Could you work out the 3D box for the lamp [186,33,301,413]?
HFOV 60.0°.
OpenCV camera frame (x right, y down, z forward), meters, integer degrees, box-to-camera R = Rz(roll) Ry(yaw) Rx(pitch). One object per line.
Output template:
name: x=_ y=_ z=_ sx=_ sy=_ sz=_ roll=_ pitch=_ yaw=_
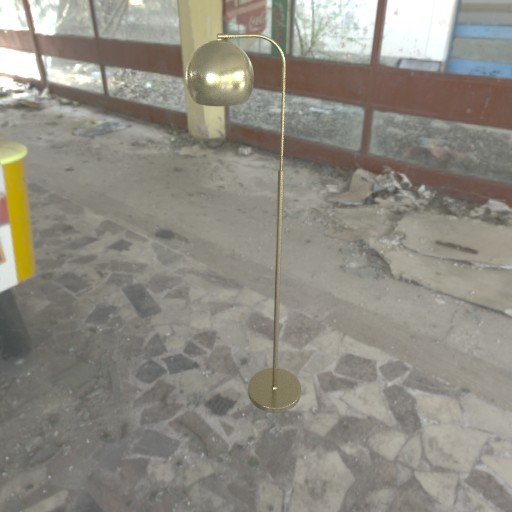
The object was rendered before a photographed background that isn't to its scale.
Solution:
lamp: x=0.000 y=0.000 z=1.693 sx=0.431 sy=1.526 sz=0.250 roll=-8 pitch=31 yaw=-13
